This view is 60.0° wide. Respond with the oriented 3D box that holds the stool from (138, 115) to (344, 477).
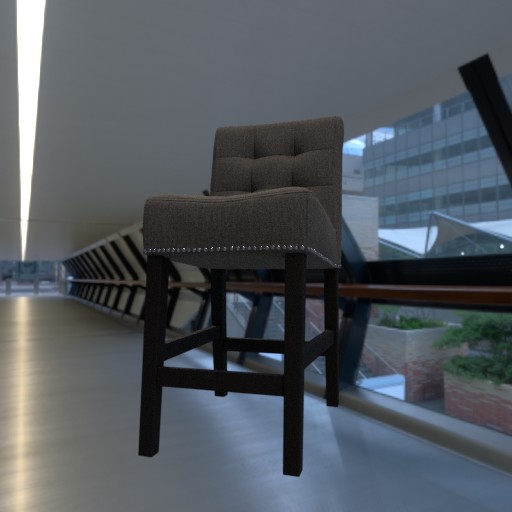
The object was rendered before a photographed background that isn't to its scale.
[{"bbox_3d":[0.000,0.000,1.195,0.427,0.885,0.571,-1,-2,17],"label":"stool"}]
